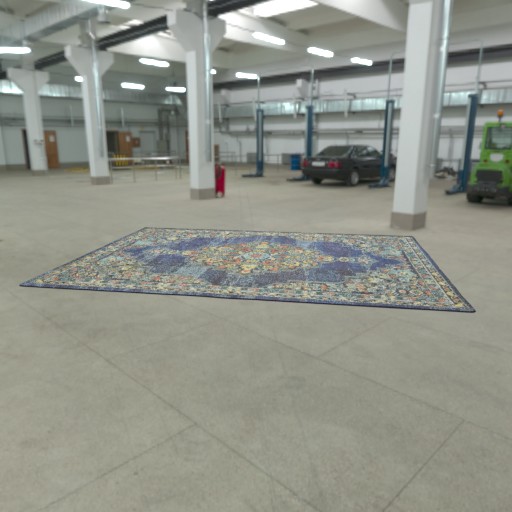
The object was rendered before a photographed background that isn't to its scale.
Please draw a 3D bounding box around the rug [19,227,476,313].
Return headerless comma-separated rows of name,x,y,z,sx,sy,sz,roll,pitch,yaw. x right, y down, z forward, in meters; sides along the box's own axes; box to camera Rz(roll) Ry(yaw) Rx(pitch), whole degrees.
rug,0.000,0.000,2.886,2.232,0.009,1.630,2,15,9
